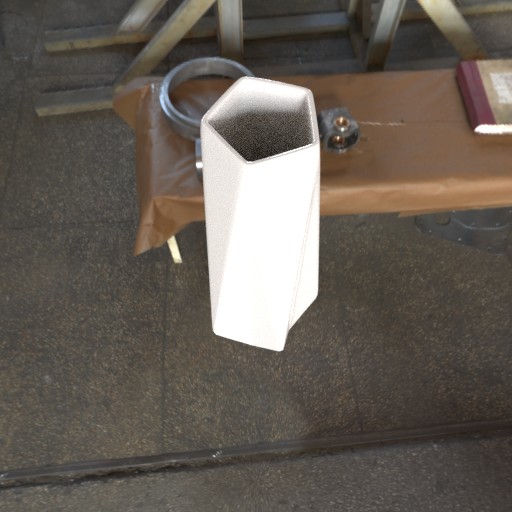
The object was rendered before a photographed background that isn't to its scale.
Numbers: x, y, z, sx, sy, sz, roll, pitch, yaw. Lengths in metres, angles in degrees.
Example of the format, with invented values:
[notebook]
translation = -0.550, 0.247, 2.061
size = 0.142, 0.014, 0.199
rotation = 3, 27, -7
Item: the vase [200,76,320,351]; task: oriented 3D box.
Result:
[vase]
translation = 0.000, 0.000, 0.393
size = 0.116, 0.329, 0.122
rotation = -36, 68, -16
